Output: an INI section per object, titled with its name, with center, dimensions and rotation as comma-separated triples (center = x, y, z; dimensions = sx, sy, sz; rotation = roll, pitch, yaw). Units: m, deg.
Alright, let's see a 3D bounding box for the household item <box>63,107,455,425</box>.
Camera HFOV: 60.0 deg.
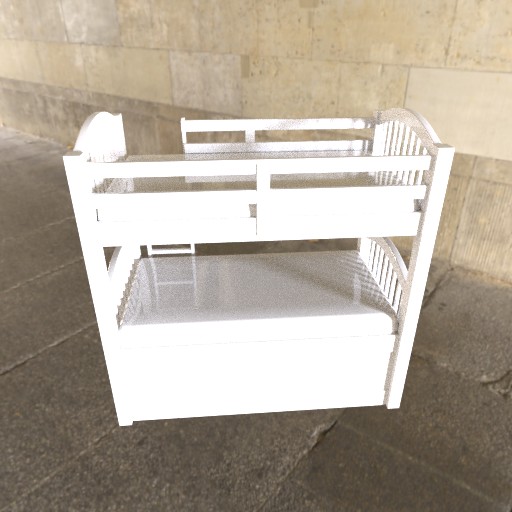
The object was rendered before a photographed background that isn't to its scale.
[household item]
center = 0.000, 0.000, 3.226
dimensions = 2.032, 2.032, 1.143
rotation = -2, 29, -4
